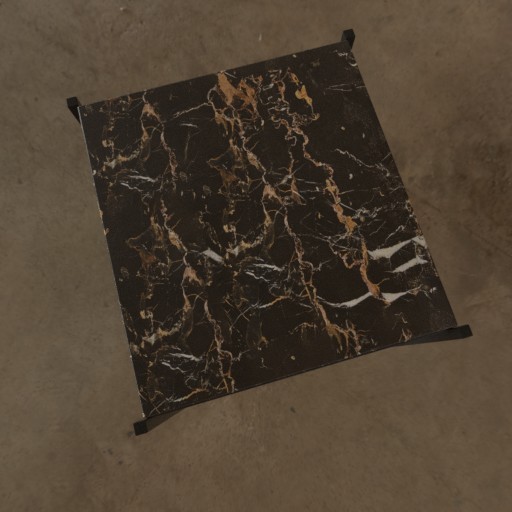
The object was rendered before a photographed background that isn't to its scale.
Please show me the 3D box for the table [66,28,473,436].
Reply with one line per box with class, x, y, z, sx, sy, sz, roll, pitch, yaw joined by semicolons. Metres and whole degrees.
table;0.000;0.000;0.851;0.432;0.534;0.469;-15;77;-4
